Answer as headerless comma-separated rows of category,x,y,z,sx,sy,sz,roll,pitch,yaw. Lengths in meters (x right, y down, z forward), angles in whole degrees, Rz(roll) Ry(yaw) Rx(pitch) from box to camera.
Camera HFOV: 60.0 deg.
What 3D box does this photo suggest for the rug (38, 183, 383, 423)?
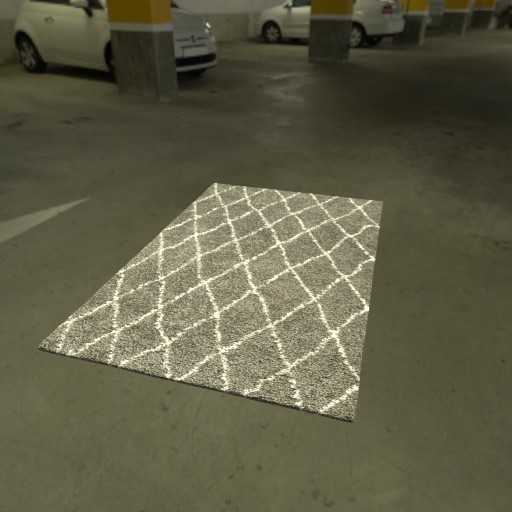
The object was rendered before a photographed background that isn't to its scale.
rug,0.000,0.000,3.428,1.778,0.030,2.743,8,31,14
